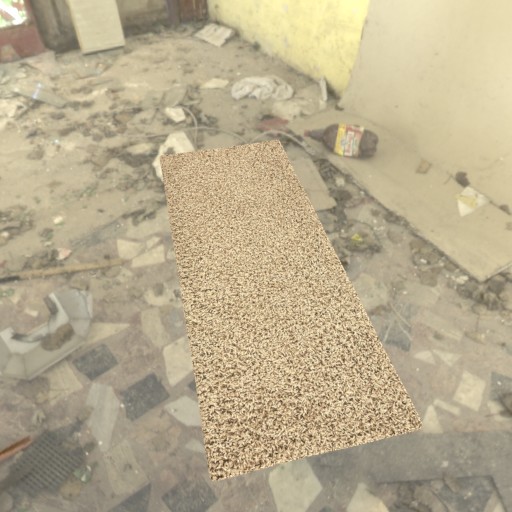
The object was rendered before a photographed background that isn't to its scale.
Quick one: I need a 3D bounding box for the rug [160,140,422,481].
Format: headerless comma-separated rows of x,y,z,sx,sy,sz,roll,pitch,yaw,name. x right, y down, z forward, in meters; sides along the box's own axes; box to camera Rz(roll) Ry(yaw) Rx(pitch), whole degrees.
0.000,0.000,1.712,0.609,0.030,1.524,-10,47,-9,rug
